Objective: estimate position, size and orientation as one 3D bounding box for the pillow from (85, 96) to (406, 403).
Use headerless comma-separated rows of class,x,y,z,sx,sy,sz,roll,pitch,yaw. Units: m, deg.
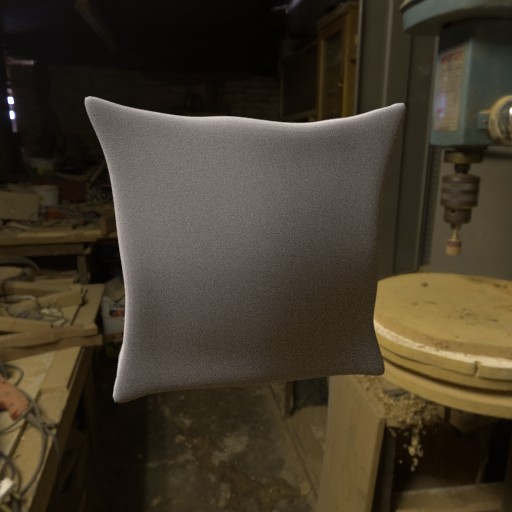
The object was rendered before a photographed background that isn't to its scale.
pillow,0.000,0.000,0.767,0.514,0.513,0.163,-3,15,-11
